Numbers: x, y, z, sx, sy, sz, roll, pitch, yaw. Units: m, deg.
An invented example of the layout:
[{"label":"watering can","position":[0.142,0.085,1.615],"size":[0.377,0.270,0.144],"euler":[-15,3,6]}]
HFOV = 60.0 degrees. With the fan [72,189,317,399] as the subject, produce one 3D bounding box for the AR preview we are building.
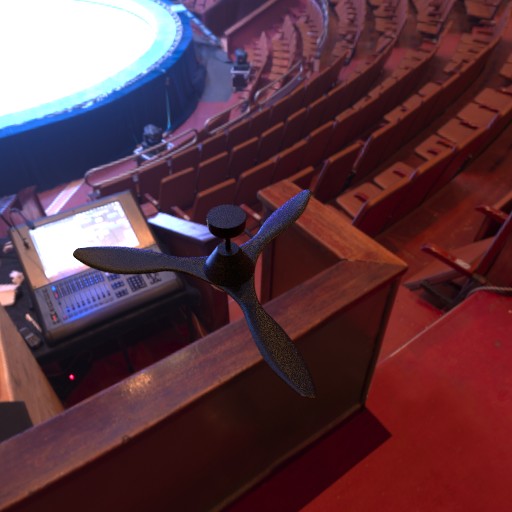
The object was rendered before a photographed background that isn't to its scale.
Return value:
[{"label":"fan","position":[0.000,0.000,1.646],"size":[1.067,0.305,1.067],"euler":[-26,48,-26]}]
